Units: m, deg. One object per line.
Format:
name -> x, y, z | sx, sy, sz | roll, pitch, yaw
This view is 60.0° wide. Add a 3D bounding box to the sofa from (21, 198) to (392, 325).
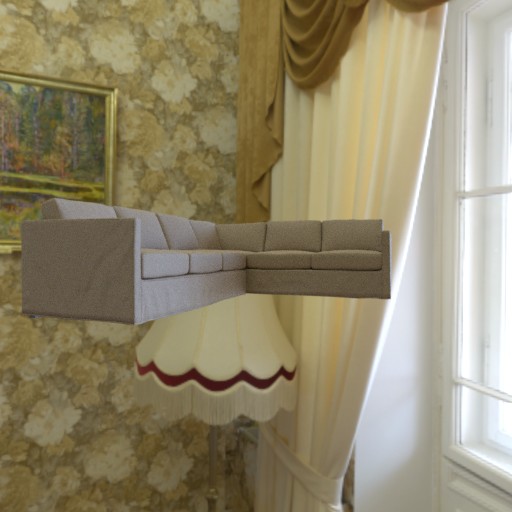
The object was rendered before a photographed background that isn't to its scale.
sofa -> 0.000, 0.000, 4.213 | 2.432, 0.871, 3.182 | 0, 0, 18
